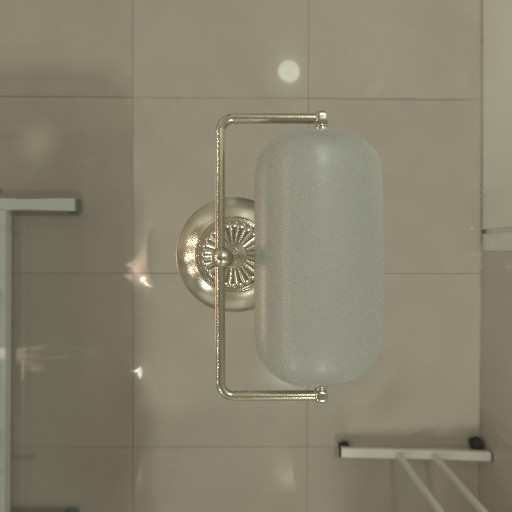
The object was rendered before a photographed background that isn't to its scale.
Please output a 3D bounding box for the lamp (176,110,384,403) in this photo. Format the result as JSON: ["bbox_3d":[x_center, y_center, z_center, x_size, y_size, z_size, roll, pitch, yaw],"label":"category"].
[{"bbox_3d":[0.000,0.000,0.520,0.243,0.339,0.264,0,91,-1],"label":"lamp"}]
